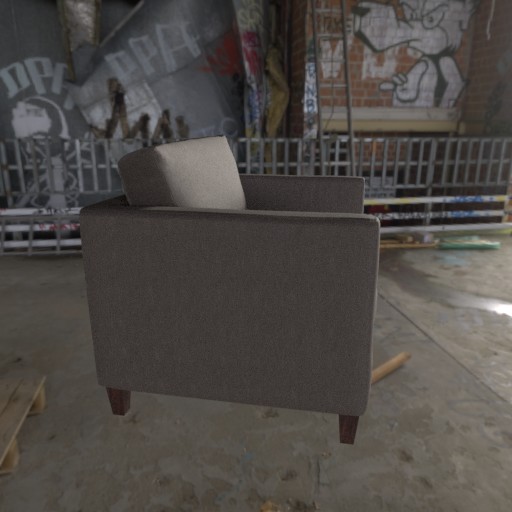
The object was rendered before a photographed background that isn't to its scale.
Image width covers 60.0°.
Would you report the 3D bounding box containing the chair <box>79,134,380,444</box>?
[{"bbox_3d":[0.000,0.000,1.864,0.959,0.963,1.107,3,17,10],"label":"chair"}]
